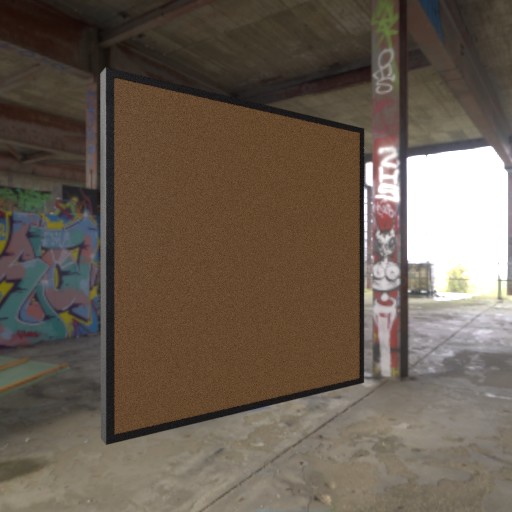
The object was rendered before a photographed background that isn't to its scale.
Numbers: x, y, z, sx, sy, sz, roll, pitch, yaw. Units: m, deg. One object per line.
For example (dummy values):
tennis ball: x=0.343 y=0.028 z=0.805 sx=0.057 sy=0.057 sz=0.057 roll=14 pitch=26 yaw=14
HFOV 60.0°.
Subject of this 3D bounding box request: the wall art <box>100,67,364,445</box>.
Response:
wall art: x=0.000 y=0.000 z=1.126 sx=0.763 sy=0.763 sz=0.039 roll=0 pitch=0 yaw=-35
